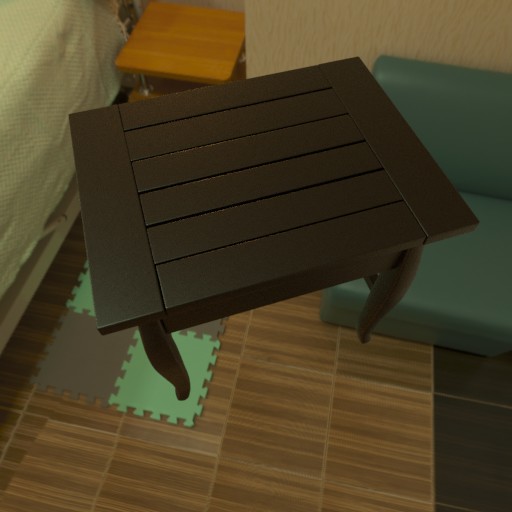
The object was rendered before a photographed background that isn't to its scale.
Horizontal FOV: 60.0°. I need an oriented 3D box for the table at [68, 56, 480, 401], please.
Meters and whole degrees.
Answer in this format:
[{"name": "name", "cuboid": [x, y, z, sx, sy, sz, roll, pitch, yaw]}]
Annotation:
[{"name": "table", "cuboid": [0.000, 0.000, 1.024, 0.602, 0.604, 0.460, -15, 59, -9]}]
